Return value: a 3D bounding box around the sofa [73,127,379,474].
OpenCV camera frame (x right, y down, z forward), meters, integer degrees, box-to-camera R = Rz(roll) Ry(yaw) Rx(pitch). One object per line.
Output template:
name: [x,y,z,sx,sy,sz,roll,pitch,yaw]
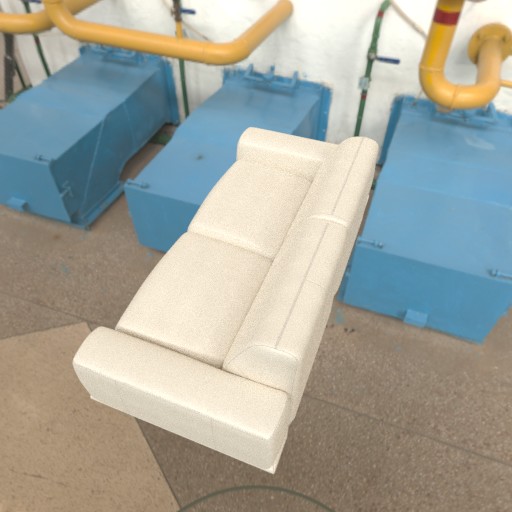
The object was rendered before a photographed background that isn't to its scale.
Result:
sofa: [0.000,0.000,2.349,0.900,0.772,1.901,16,49,14]
